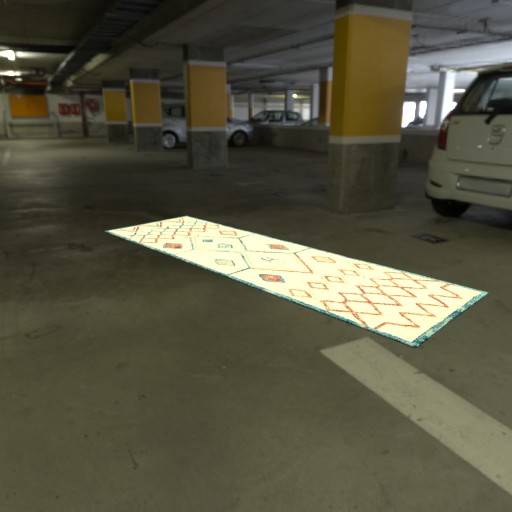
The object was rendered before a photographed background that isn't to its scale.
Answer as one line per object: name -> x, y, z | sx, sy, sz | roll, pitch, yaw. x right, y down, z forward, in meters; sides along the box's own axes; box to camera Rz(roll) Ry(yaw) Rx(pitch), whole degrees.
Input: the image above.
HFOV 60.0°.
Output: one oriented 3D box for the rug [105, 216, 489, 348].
rug -> 0.000, 0.000, 2.710 | 0.750, 0.011, 2.435 | -17, 24, -42
